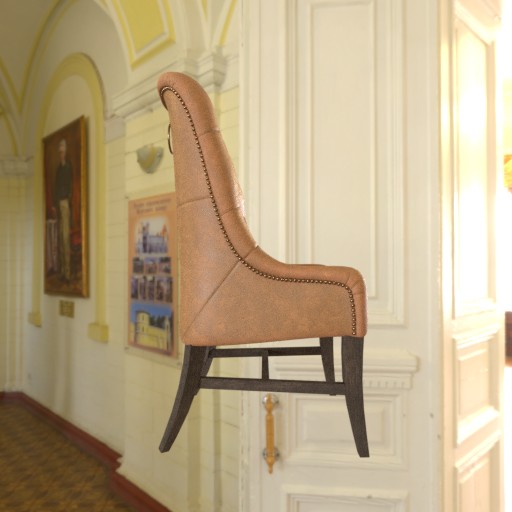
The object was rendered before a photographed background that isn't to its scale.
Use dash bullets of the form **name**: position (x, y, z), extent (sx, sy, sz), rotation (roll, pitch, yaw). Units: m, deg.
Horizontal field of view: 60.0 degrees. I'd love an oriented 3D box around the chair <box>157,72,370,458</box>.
- **chair**: position (0.000, 0.000, 1.490), extent (0.629, 1.091, 0.634), rotation (0, 0, 1)
